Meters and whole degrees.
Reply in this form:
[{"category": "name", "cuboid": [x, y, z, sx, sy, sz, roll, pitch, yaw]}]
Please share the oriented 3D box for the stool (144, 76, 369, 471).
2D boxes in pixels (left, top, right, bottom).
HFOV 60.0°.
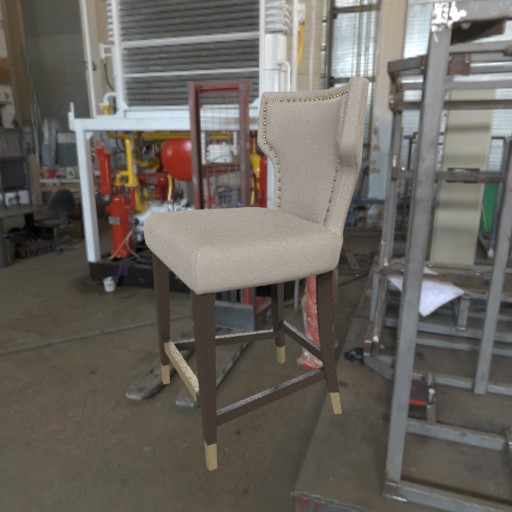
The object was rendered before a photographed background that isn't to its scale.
[{"category": "stool", "cuboid": [0.000, 0.000, 1.339, 0.563, 0.982, 0.527, -7, 17, -25]}]
